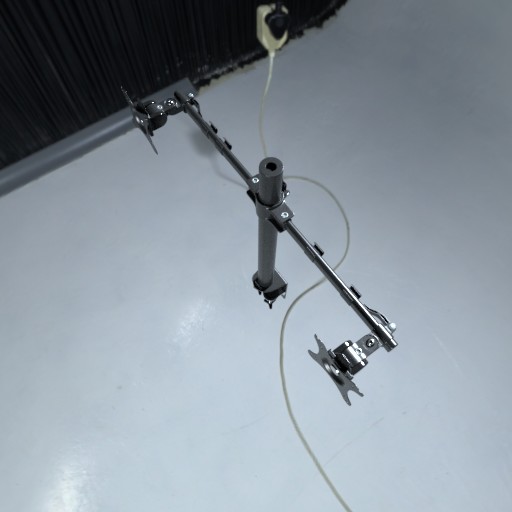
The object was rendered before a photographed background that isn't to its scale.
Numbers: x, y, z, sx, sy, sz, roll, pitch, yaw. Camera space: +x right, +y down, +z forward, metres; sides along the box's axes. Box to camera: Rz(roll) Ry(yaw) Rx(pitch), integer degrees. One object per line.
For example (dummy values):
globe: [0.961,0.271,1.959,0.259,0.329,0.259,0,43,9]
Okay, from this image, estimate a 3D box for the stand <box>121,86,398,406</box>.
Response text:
stand: [0.000,0.000,1.008,0.150,0.603,0.743,-32,68,-15]
